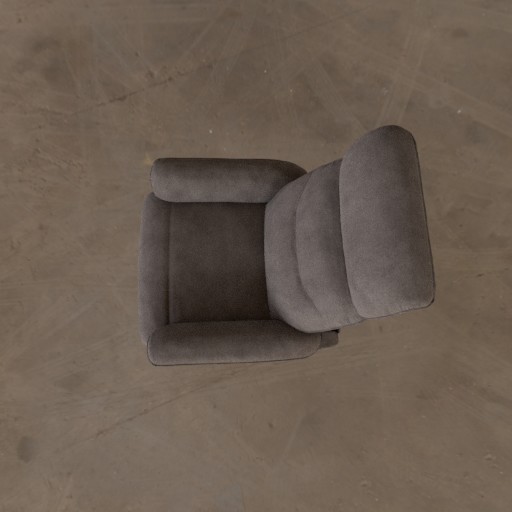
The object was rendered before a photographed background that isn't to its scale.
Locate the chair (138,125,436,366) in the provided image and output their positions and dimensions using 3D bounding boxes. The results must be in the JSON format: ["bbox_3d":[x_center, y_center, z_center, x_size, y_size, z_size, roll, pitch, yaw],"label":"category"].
[{"bbox_3d":[0.000,0.000,1.768,1.009,1.036,0.830,-2,76,-1],"label":"chair"}]
